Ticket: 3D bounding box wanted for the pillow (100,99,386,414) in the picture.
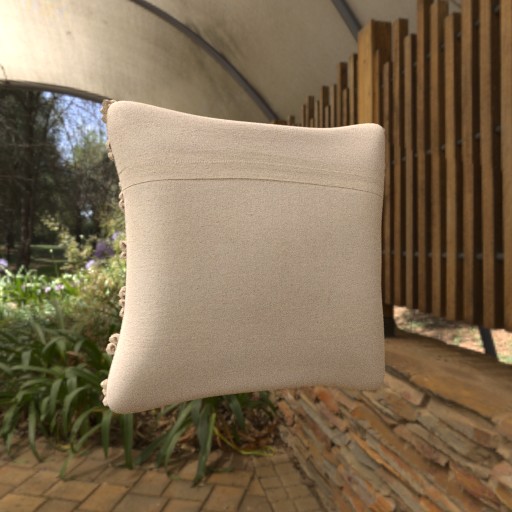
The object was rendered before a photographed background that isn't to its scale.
[{"bbox_3d":[0.000,0.000,0.658,0.437,0.427,0.145,0,0,-18],"label":"pillow"}]
